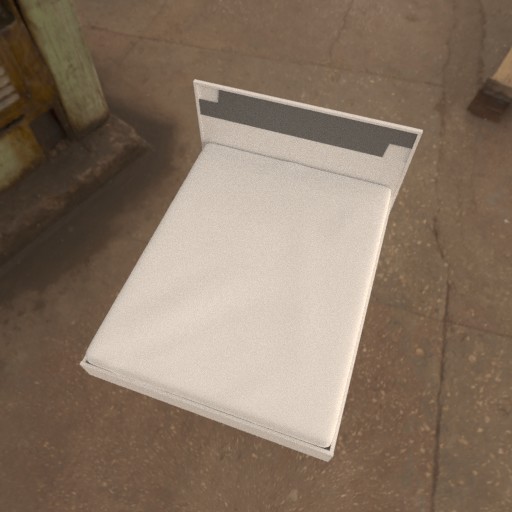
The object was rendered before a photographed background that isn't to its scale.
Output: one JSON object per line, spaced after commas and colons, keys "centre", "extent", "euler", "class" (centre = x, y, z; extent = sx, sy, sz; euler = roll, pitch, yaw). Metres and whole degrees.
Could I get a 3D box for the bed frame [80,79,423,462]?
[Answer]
{"centre": [0.000, 0.000, 3.092], "extent": [1.711, 1.001, 2.100], "euler": [16, 59, 10], "class": "bed frame"}
